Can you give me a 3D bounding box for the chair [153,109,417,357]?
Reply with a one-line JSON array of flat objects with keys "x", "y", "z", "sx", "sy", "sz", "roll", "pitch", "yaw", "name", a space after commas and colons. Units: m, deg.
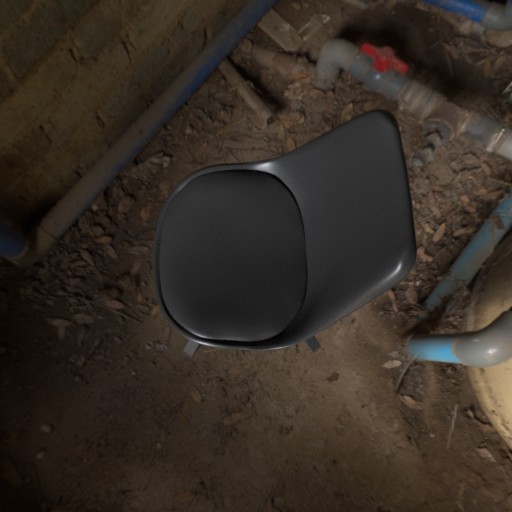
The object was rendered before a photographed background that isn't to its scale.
[{"x": 0.000, "y": 0.000, "z": 1.144, "sx": 0.530, "sy": 0.850, "sz": 0.485, "roll": -2, "pitch": 74, "yaw": -1, "name": "chair"}]
